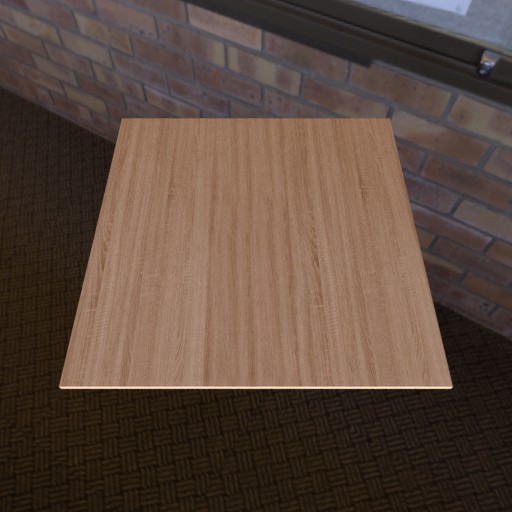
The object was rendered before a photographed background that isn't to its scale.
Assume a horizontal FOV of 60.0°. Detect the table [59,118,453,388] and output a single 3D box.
[{"bbox_3d":[0.000,0.000,1.367,0.890,0.305,0.890,0,58,0],"label":"table"}]
